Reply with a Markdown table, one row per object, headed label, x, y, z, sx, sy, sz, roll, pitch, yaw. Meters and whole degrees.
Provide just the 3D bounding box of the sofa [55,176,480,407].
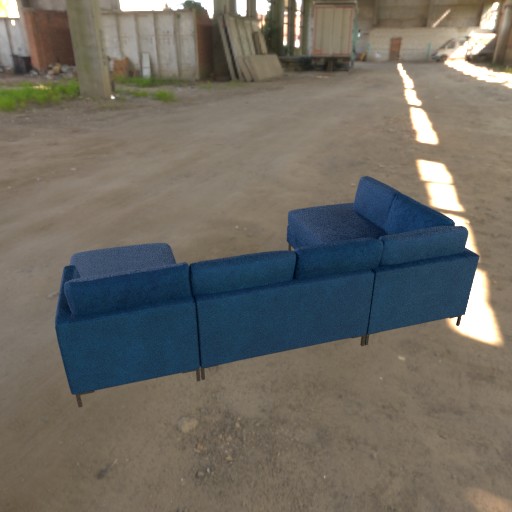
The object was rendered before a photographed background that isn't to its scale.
| label | x | y | z | sx | sy | sz | roll | pitch | yaw |
| --- | --- | --- | --- | --- | --- | --- | --- | --- | --- |
| sofa | 0.000 | 0.000 | 4.306 | 3.434 | 0.992 | 2.055 | -8 | 27 | -16 |
